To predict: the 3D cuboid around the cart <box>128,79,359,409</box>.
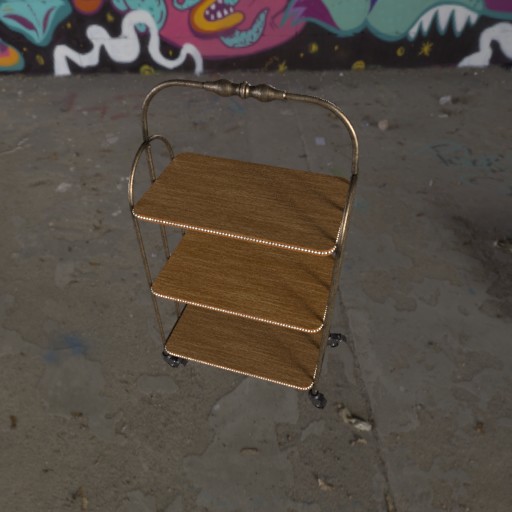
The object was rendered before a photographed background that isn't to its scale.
[{"bbox_3d":[0.000,0.000,1.345,0.650,1.052,0.330,12,44,12],"label":"cart"}]
